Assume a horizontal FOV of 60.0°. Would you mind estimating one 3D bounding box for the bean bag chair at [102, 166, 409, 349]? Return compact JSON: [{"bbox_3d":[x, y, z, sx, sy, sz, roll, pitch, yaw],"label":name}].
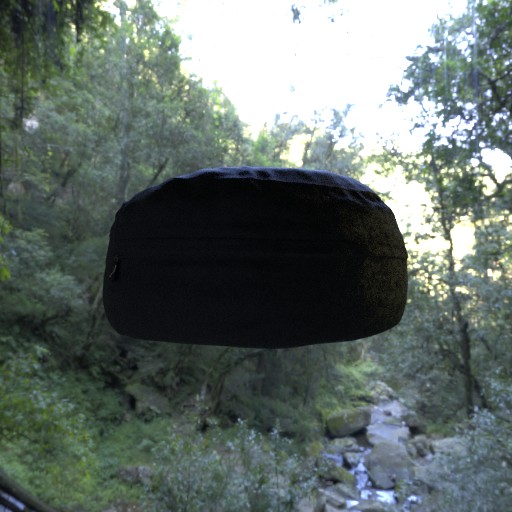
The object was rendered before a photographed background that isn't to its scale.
[{"bbox_3d":[0.000,0.000,2.341,1.525,0.751,1.525,0,-1,0],"label":"bean bag chair"}]
